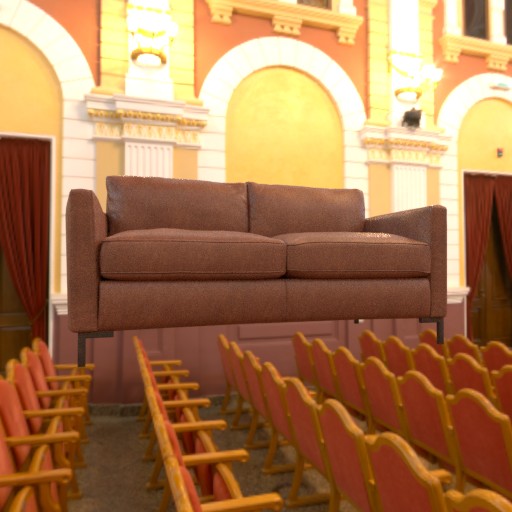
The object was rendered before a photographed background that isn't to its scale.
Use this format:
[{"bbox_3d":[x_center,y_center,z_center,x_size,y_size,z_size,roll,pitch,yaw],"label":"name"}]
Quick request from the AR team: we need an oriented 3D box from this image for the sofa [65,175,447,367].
[{"bbox_3d":[0.000,0.000,2.341,1.797,0.883,0.899,0,-1,-18],"label":"sofa"}]
